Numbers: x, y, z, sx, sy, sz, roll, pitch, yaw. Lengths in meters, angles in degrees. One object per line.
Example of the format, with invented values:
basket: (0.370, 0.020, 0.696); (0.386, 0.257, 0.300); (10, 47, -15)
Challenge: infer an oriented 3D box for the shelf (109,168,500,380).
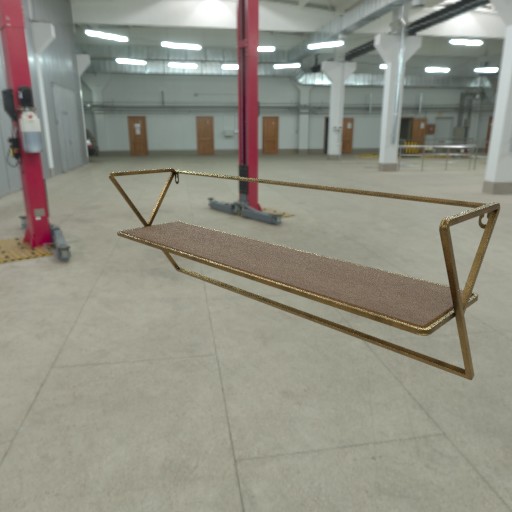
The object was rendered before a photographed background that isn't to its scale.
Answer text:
shelf: (0.000, 0.000, 0.707); (0.645, 0.229, 0.150); (15, 22, 43)
